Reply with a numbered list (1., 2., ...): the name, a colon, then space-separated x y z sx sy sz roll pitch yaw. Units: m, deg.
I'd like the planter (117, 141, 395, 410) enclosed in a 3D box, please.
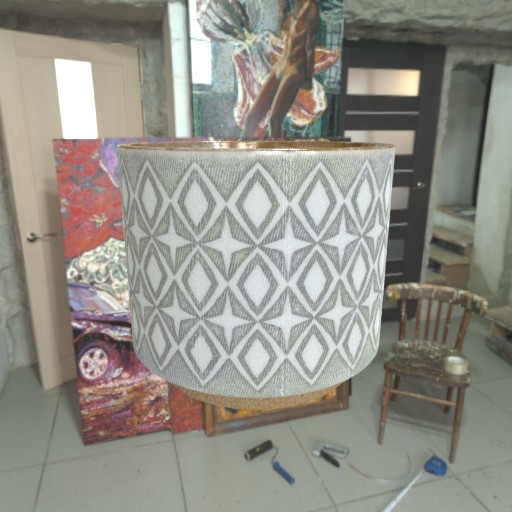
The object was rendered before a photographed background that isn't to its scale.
1. planter: 0.000 0.000 0.453 0.255 0.223 0.255 0 16 0
